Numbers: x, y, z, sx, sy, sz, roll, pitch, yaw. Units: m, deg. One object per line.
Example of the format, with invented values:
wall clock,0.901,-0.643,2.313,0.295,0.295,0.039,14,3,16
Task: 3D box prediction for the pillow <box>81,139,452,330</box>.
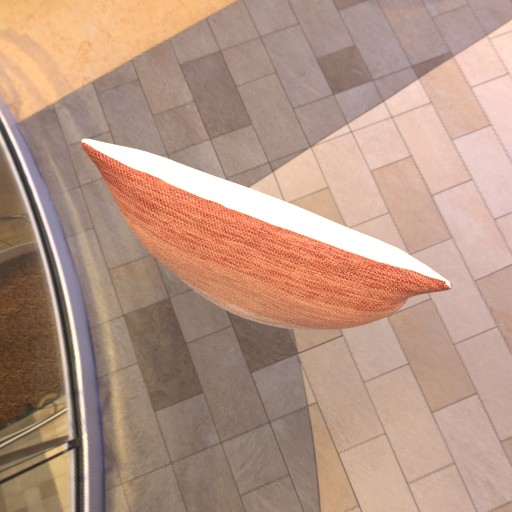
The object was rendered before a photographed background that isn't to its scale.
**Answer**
pillow,0.000,0.000,0.681,0.440,0.441,0.182,22,78,5
